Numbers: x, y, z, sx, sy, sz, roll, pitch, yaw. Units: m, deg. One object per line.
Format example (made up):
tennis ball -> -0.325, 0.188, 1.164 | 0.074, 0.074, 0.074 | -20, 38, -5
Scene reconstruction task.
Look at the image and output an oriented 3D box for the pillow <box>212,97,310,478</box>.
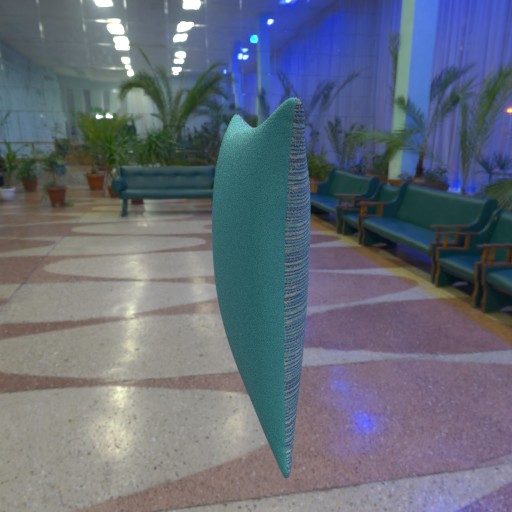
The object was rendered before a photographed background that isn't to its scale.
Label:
pillow -> 0.000, 0.000, 0.781 | 0.150, 0.497, 0.514 | -3, 16, -9
